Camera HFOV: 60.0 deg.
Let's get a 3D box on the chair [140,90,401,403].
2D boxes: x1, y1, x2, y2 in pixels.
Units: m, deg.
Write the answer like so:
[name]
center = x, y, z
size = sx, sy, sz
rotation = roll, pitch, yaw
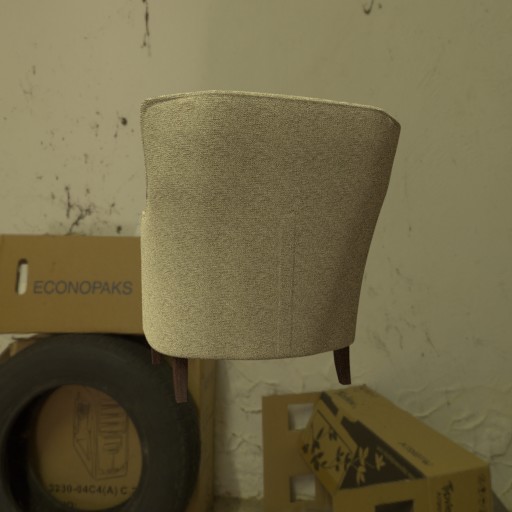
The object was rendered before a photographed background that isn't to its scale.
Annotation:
[chair]
center = 0.000, 0.000, 1.651
size = 0.820, 0.920, 0.910
rotation = 0, 1, -18
